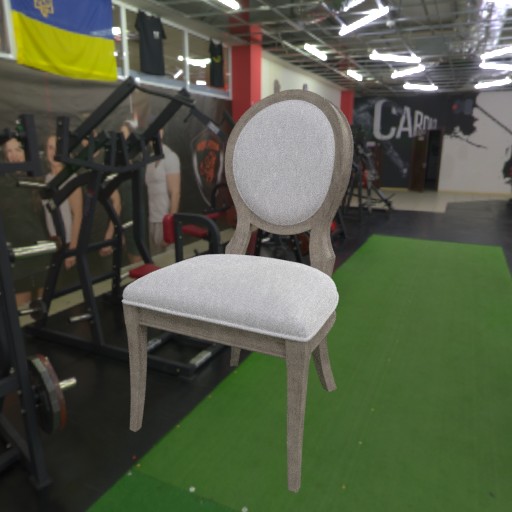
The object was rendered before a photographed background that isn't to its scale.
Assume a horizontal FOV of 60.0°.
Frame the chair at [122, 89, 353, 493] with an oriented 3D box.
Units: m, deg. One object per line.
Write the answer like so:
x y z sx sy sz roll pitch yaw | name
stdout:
0.000 0.000 1.330 0.558 0.990 0.602 7 16 26 | chair
